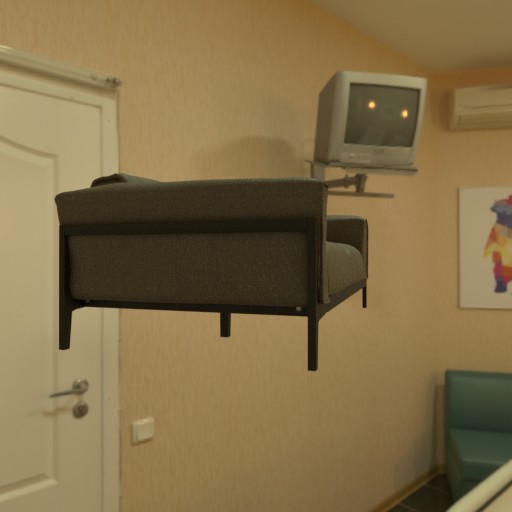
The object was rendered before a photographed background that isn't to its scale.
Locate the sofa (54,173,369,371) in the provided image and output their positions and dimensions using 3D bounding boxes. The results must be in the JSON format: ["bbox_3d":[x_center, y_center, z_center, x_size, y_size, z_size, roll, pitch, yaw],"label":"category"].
[{"bbox_3d":[0.000,0.000,2.189,0.960,0.656,1.690,0,0,19],"label":"sofa"}]
